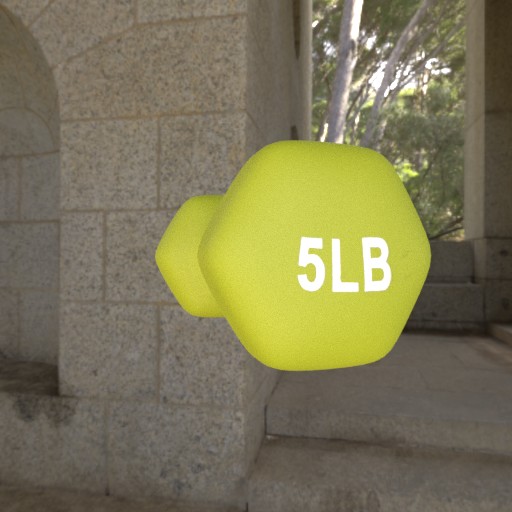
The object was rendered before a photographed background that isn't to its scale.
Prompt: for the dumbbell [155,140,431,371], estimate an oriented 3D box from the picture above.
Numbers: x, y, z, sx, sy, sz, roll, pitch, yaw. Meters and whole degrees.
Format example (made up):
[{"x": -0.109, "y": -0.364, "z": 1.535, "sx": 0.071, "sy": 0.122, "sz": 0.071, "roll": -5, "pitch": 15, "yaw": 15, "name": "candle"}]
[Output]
[{"x": 0.000, "y": 0.000, "z": 0.207, "sx": 0.080, "sy": 0.072, "sz": 0.164, "roll": 0, "pitch": 0, "yaw": -18, "name": "dumbbell"}]
